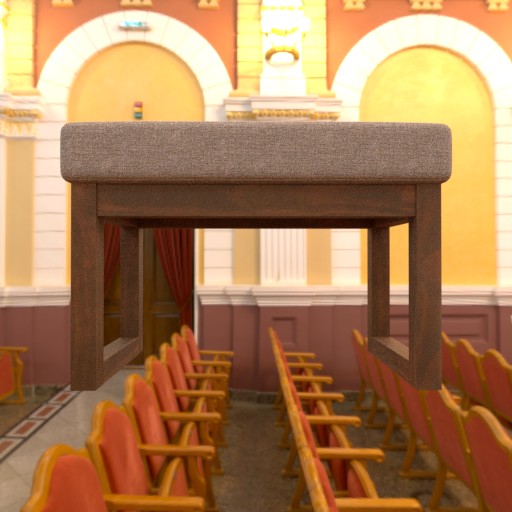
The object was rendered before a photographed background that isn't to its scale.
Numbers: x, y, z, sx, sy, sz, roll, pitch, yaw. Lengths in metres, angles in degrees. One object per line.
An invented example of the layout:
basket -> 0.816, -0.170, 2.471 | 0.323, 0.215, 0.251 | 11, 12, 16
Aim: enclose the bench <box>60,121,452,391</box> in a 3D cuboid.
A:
bench -> 0.000, 0.000, 0.934 | 0.681, 0.467, 0.366 | 0, 0, -1
